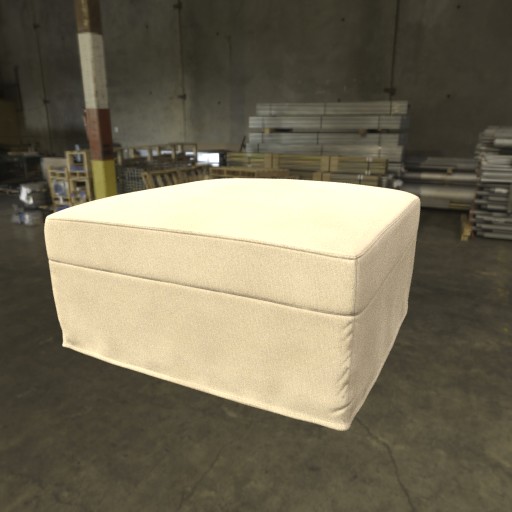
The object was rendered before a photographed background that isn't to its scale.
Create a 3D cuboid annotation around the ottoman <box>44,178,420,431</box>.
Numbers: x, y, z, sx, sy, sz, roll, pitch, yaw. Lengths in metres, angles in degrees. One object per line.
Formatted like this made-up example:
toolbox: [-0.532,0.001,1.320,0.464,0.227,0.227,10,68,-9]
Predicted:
ottoman: [0.000,0.000,1.346,0.843,0.441,0.842,8,18,26]
